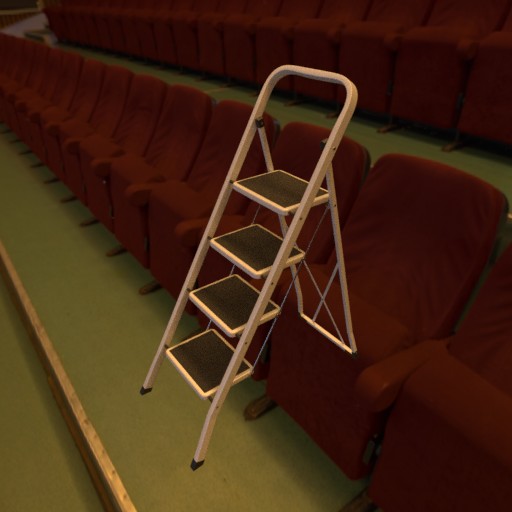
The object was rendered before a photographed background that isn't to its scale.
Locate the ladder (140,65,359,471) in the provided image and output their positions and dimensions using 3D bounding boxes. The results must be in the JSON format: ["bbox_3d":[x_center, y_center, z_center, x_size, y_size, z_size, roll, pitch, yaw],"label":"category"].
[{"bbox_3d":[0.000,0.000,1.664,0.914,1.265,0.460,-21,37,-31],"label":"ladder"}]
